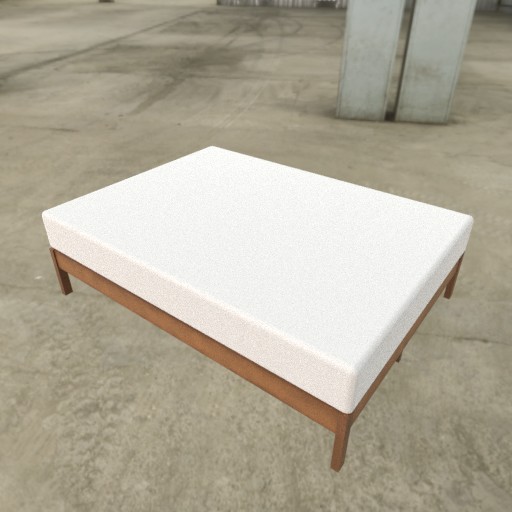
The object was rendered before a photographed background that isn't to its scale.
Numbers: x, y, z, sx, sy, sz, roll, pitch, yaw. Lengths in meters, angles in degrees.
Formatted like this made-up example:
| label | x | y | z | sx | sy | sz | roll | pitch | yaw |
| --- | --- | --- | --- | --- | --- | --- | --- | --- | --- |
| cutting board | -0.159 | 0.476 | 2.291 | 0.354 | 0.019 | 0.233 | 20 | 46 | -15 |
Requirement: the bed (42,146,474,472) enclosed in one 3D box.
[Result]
| label | x | y | z | sx | sy | sz | roll | pitch | yaw |
| --- | --- | --- | --- | --- | --- | --- | --- | --- | --- |
| bed | 0.000 | 0.000 | 2.736 | 2.050 | 0.593 | 1.529 | 22 | 39 | 31 |
